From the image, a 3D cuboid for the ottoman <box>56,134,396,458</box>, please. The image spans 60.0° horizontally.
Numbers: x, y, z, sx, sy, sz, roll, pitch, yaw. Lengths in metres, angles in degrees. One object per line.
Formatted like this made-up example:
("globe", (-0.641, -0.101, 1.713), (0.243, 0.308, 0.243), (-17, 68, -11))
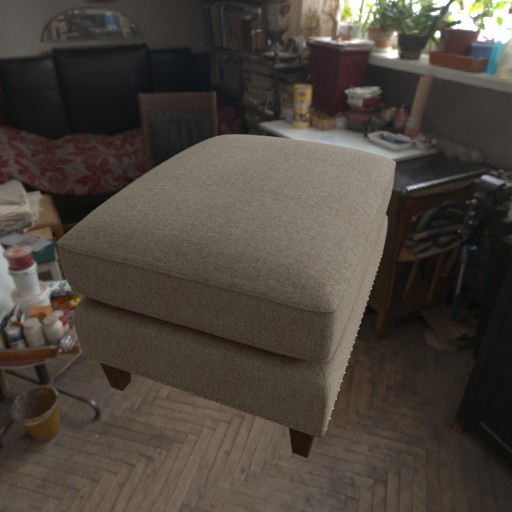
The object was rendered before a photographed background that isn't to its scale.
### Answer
("ottoman", (0.000, 0.000, 1.157), (0.584, 0.513, 0.741), (12, 34, 19))
